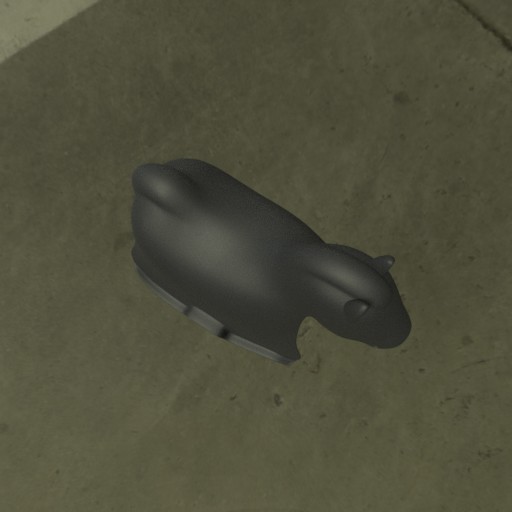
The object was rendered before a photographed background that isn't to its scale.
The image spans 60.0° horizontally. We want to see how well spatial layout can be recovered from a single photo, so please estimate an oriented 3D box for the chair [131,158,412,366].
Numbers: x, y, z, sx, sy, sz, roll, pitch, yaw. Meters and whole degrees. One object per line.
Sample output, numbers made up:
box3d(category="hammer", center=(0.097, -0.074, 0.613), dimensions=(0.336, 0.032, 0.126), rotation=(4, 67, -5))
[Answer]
box3d(category="chair", center=(0.000, 0.000, 1.146), dimensions=(0.800, 0.612, 0.429), rotation=(31, 76, 9))
